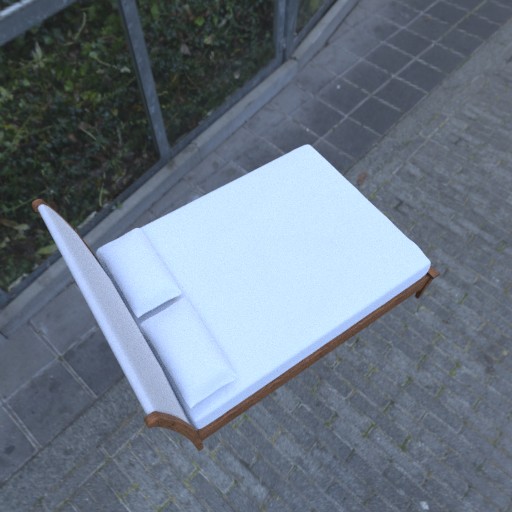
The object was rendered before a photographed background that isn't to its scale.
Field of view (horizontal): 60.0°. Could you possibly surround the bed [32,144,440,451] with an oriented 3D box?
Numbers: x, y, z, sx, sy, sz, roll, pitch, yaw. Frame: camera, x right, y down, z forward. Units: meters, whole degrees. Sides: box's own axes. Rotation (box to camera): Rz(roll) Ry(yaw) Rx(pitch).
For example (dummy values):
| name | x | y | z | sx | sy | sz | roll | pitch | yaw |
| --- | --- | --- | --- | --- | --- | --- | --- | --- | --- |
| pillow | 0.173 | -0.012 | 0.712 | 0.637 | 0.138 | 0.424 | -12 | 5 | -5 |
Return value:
| name | x | y | z | sx | sy | sz | roll | pitch | yaw |
| --- | --- | --- | --- | --- | --- | --- | --- | --- | --- |
| bed | 0.000 | 0.000 | 2.973 | 2.108 | 1.135 | 1.502 | -30 | 63 | -17 |
